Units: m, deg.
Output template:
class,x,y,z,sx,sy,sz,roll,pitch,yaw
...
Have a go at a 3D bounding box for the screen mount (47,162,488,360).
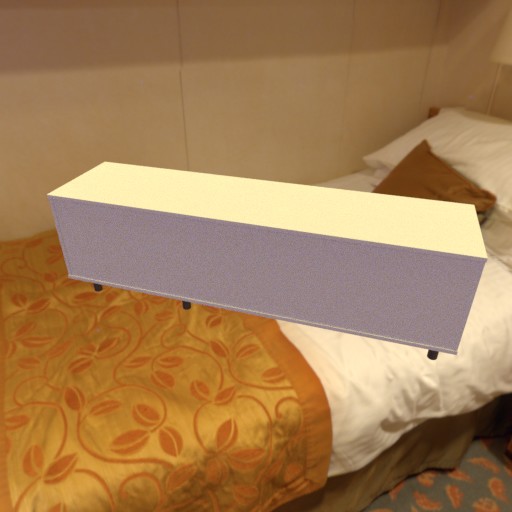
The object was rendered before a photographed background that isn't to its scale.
class,x,y,z,sx,sy,sz,roll,pitch,yaw
screen mount,0.000,0.000,1.850,1.600,0.520,0.418,9,33,15
